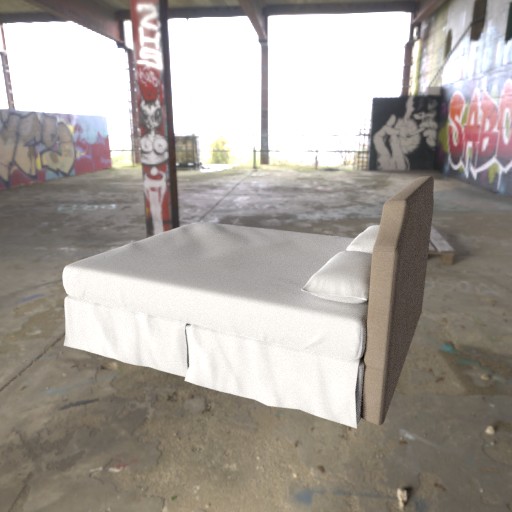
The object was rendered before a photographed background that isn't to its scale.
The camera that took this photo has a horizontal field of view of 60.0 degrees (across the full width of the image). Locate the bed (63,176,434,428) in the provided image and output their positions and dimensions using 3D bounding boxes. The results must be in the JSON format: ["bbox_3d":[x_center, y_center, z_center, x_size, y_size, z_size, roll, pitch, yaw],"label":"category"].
[{"bbox_3d":[0.000,0.000,3.645,2.498,1.293,1.977,8,18,25],"label":"bed"}]
